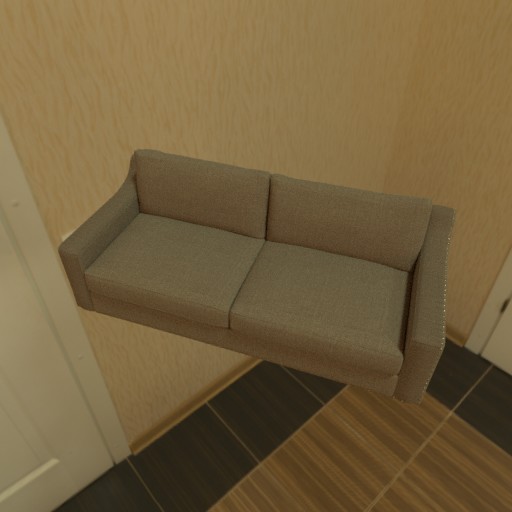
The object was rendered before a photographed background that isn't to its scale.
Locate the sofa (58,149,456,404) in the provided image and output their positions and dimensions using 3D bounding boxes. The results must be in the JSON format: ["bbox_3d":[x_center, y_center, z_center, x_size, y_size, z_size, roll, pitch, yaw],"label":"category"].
[{"bbox_3d":[0.000,0.000,2.761,2.208,0.857,1.000,13,42,15],"label":"sofa"}]
